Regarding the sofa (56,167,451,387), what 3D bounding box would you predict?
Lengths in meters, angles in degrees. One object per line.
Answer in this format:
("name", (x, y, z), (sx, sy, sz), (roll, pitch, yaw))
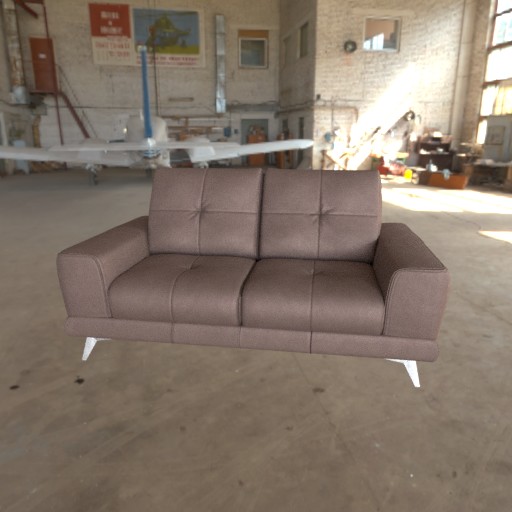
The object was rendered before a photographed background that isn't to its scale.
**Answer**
("sofa", (0.000, 0.000, 2.429), (1.806, 0.907, 1.018), (2, 16, 8))
